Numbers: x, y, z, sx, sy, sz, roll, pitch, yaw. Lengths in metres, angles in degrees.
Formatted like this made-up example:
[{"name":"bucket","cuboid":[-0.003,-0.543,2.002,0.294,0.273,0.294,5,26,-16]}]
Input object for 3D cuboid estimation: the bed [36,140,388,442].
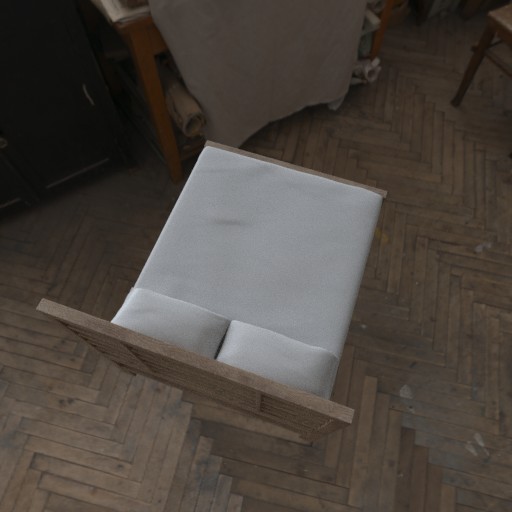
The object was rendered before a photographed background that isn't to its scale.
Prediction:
[{"name":"bed","cuboid":[0.000,0.000,3.228,1.615,1.631,2.017,18,66,8]}]
